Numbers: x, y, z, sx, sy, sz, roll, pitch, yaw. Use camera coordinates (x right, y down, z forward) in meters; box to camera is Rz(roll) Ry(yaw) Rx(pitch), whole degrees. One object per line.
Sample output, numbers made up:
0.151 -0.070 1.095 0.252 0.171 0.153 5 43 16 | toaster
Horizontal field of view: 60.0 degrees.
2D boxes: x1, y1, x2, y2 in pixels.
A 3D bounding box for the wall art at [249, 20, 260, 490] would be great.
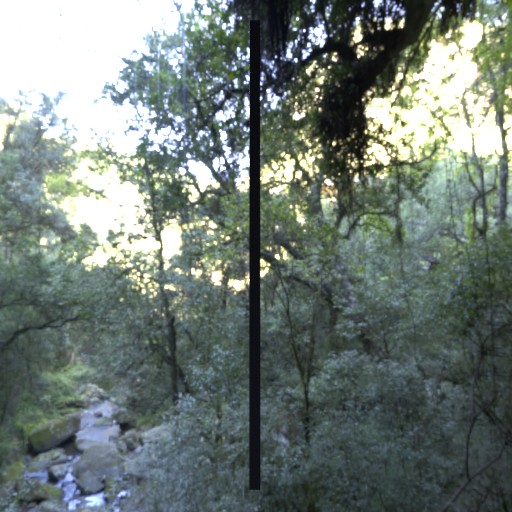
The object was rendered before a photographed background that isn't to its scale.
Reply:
0.000 0.000 0.693 0.013 0.534 0.381 0 -1 0 | wall art
